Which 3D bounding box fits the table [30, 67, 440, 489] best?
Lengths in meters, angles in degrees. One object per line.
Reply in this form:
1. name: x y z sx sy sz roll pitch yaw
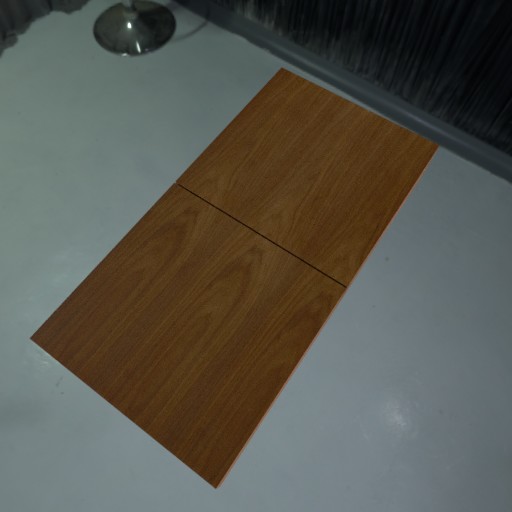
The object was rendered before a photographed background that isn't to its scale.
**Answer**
1. table: 0.000 0.000 1.440 0.610 0.330 1.194 32 69 14
